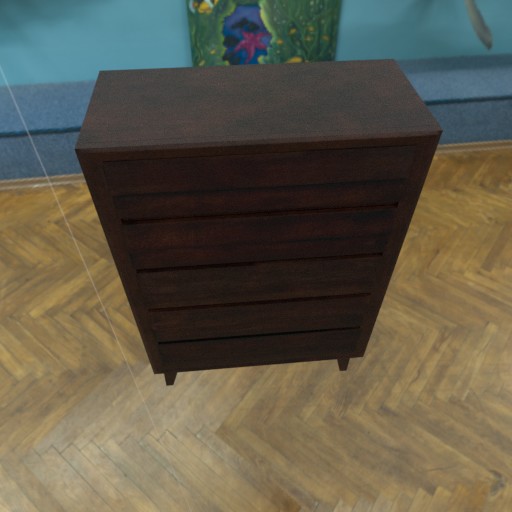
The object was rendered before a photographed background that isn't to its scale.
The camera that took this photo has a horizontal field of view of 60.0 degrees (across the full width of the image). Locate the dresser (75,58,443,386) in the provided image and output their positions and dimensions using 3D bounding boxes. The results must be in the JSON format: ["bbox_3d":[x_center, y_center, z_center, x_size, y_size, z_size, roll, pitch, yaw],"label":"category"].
[{"bbox_3d":[0.000,0.000,2.001,1.072,1.514,0.506,-4,48,-4],"label":"dresser"}]
